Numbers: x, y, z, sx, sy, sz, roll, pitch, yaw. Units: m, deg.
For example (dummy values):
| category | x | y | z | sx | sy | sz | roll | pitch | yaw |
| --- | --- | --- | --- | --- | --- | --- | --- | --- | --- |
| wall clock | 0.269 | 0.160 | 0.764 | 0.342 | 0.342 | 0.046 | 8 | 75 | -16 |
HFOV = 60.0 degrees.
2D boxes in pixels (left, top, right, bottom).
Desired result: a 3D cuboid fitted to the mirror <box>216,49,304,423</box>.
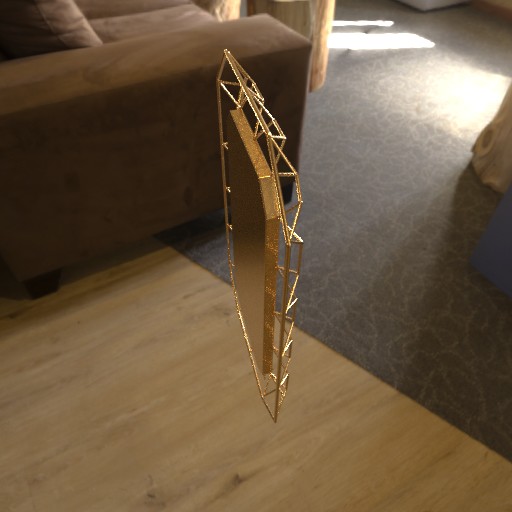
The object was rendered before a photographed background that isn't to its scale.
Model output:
| category | x | y | z | sx | sy | sz | roll | pitch | yaw |
| --- | --- | --- | --- | --- | --- | --- | --- | --- | --- |
| mirror | 0.000 | 0.000 | 1.087 | 0.051 | 0.870 | 0.572 | -10 | 47 | -10 |
